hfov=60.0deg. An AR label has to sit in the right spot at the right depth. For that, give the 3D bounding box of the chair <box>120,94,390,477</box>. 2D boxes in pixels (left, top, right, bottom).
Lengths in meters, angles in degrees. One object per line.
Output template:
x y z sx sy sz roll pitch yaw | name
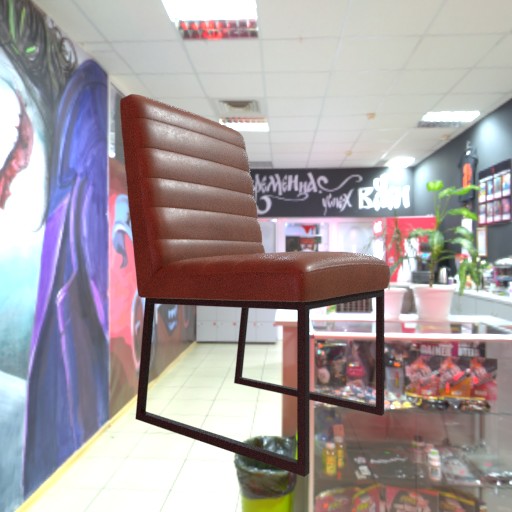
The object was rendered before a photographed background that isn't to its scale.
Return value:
0.000 0.000 1.294 0.634 0.930 0.520 0 0 36 | chair
